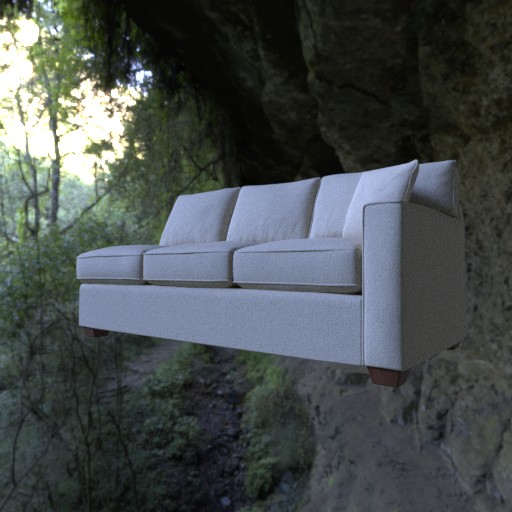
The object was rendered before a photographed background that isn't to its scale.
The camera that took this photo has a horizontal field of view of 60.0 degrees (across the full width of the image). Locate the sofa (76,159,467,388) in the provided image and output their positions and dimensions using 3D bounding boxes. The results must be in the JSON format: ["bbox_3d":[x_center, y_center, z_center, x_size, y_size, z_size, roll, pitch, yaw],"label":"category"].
[{"bbox_3d":[0.000,0.000,2.456,1.963,0.946,1.034,-1,-2,37],"label":"sofa"}]
